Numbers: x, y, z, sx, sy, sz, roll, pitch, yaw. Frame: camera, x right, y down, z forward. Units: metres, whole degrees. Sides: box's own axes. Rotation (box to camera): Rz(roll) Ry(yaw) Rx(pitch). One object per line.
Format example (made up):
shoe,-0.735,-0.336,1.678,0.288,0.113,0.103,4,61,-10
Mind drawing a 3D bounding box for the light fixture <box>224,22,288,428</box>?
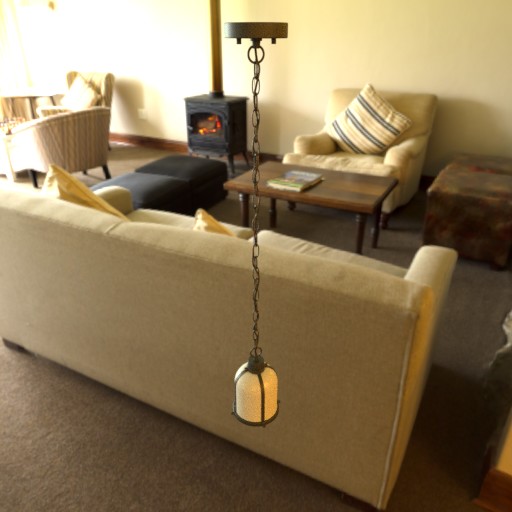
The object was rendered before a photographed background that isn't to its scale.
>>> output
light fixture,0.000,0.000,1.268,0.178,1.181,0.178,-8,28,-16
